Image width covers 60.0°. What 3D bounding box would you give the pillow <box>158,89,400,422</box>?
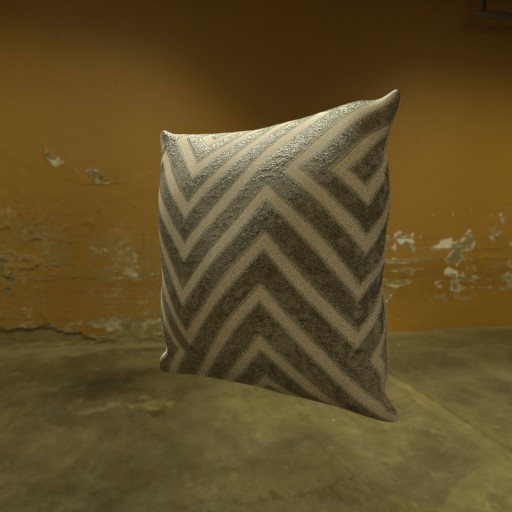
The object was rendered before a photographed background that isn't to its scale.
[{"bbox_3d":[0.000,0.000,0.686,0.440,0.441,0.182,2,3,35],"label":"pillow"}]
